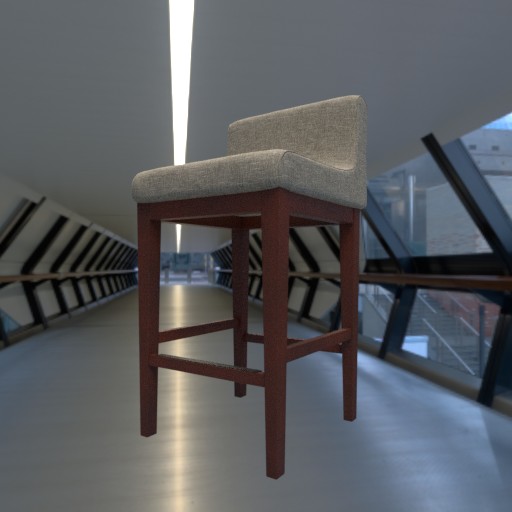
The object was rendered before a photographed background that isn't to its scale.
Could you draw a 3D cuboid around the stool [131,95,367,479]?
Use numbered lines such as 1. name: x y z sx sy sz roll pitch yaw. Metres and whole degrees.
1. stool: 0.000 0.000 1.097 0.417 0.835 0.459 -1 -1 34
